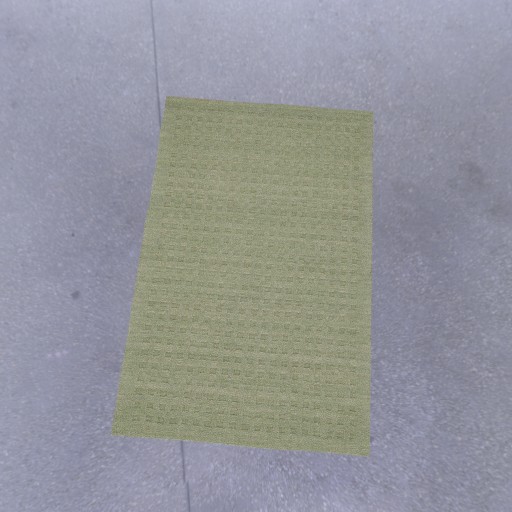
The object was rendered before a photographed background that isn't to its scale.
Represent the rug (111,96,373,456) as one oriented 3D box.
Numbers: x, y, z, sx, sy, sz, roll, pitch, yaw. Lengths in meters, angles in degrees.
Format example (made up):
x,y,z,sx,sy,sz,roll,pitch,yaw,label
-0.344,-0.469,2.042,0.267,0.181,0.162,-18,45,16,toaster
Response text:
x,y,z,sx,sy,sz,roll,pitch,yaw,label
0.000,0.000,2.190,1.143,0.006,1.747,5,74,1,rug
